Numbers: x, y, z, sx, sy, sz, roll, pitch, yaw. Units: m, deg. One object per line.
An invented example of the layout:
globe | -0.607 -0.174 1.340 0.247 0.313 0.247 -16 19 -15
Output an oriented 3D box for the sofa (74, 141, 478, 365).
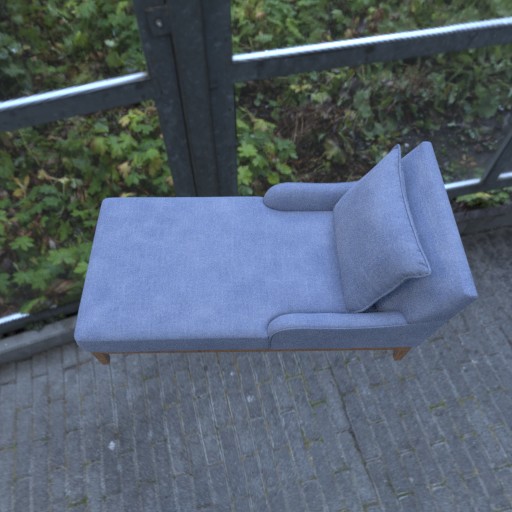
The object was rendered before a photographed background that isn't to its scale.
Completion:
sofa | 0.000 0.000 2.318 1.779 0.883 0.904 -1 59 0
